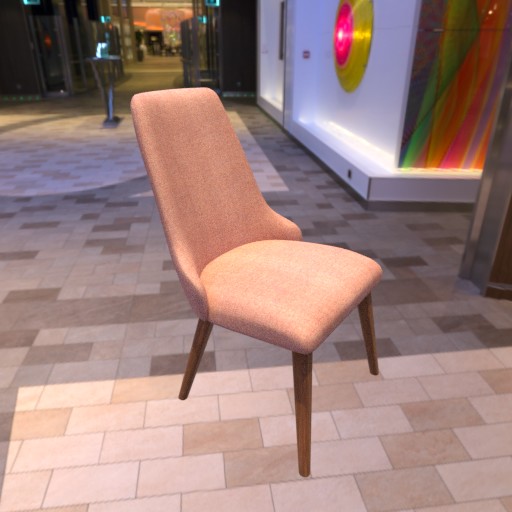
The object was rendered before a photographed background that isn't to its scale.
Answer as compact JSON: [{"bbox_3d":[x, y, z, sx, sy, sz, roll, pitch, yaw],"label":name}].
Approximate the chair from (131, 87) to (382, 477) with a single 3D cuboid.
[{"bbox_3d":[0.000,0.000,1.353,0.707,0.918,0.535,18,31,32],"label":"chair"}]
